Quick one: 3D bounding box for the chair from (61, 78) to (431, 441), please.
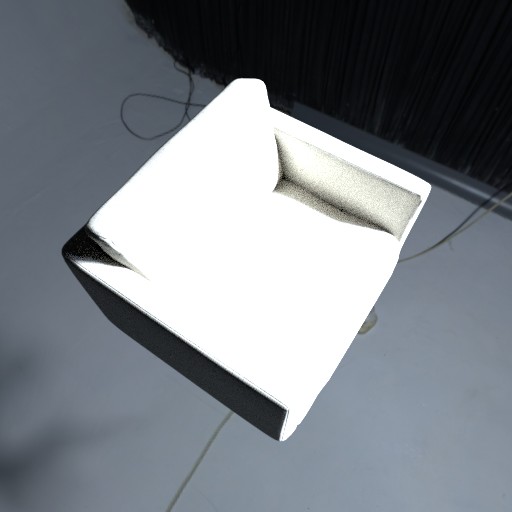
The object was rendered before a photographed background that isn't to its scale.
[{"bbox_3d":[0.000,0.000,1.756,0.959,0.919,0.996,31,64,16],"label":"chair"}]
